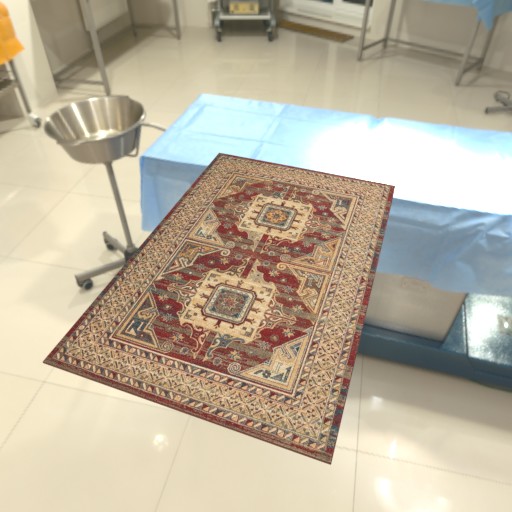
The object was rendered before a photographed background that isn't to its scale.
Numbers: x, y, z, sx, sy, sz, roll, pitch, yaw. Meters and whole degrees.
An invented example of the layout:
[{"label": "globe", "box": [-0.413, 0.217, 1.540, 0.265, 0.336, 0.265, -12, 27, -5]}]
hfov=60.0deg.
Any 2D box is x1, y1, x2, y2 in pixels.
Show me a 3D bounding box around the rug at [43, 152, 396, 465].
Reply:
[{"label": "rug", "box": [0.000, 0.000, 5.789, 3.033, 0.033, 4.578, 14, 44, 15]}]
